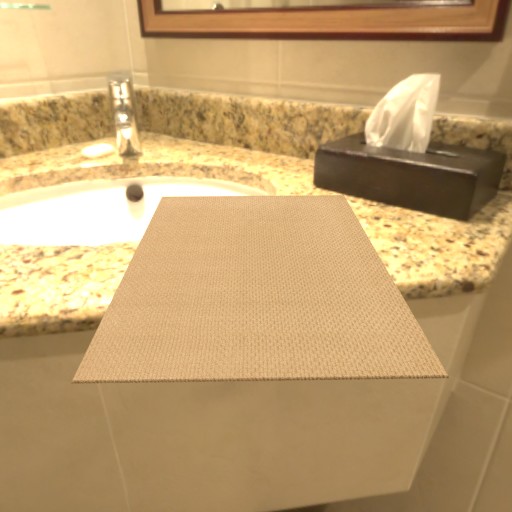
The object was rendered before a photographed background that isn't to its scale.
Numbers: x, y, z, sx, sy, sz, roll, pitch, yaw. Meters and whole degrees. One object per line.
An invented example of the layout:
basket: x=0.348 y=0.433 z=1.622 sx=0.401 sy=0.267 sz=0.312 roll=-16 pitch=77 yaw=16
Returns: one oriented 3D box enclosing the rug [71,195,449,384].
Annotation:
rug: x=0.000 y=0.000 z=2.723 sx=1.509 sy=0.013 sz=2.144 roll=-1 pitch=28 yaw=-1
